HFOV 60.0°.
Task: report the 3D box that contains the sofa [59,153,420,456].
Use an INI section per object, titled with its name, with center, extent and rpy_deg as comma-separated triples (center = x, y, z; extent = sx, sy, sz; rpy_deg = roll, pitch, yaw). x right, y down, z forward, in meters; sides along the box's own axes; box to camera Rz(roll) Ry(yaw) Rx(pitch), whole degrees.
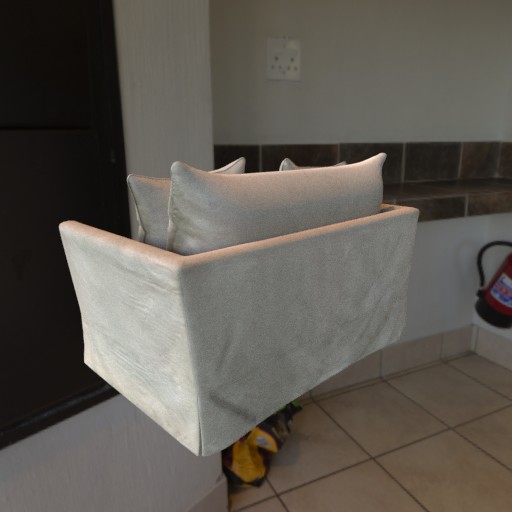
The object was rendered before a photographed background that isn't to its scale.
[sofa]
center = 0.000, 0.000, 2.301
extent = 1.608, 1.040, 1.035
rpy_deg = -14, 21, -42
